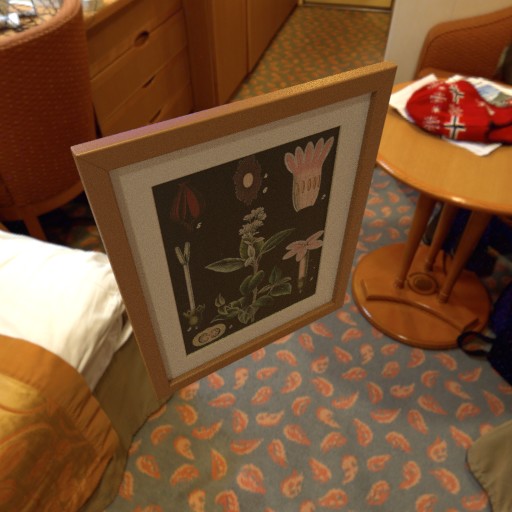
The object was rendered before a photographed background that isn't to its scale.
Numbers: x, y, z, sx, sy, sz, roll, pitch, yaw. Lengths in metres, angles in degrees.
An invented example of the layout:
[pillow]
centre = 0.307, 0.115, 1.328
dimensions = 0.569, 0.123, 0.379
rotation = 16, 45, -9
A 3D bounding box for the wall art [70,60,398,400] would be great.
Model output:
[wall art]
centre = 0.000, 0.000, 0.512
dimensions = 0.310, 0.379, 0.015
rotation = -23, 50, -21
